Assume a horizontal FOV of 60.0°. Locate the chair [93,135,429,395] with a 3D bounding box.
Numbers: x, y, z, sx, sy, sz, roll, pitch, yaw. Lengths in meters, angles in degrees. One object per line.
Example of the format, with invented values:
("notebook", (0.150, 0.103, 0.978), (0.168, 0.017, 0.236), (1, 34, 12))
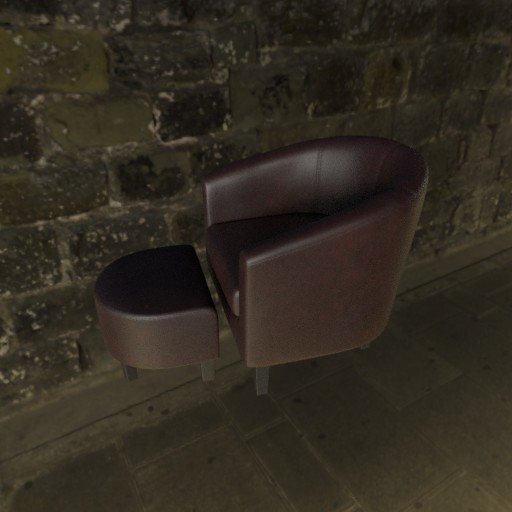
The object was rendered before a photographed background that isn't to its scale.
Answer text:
("chair", (0.000, 0.000, 1.657), (1.176, 0.755, 0.737), (-8, 31, -14))
